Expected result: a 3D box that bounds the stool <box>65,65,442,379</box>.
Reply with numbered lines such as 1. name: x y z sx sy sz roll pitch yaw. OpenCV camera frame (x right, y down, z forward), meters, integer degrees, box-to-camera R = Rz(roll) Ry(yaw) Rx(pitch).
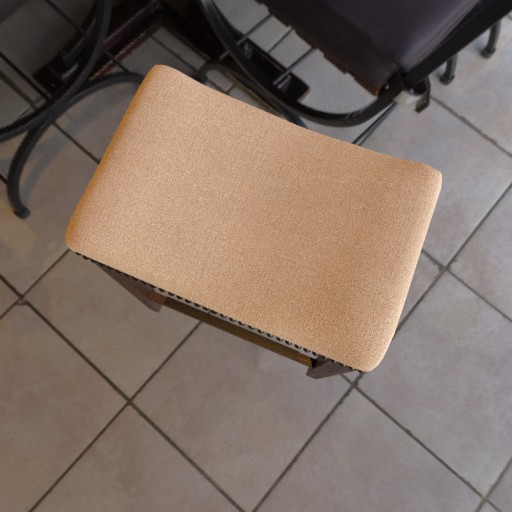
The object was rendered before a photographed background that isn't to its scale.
1. stool: 0.000 0.000 0.957 0.509 0.669 0.363 22 77 5
